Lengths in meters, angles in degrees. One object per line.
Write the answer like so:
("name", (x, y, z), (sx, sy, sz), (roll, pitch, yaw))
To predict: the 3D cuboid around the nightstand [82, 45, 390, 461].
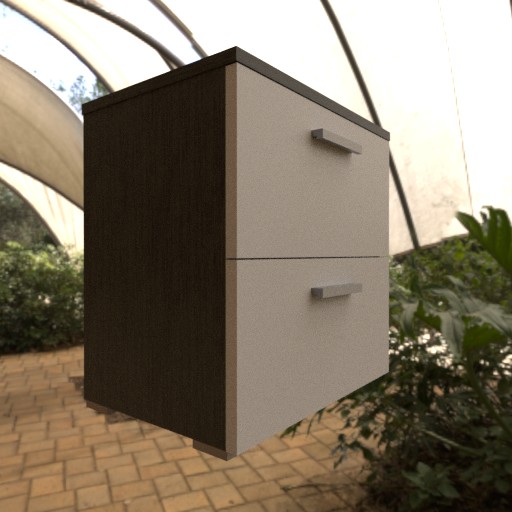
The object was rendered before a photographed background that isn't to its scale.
("nightstand", (0.000, 0.000, 0.746), (0.325, 0.460, 0.441), (0, 0, 38))
